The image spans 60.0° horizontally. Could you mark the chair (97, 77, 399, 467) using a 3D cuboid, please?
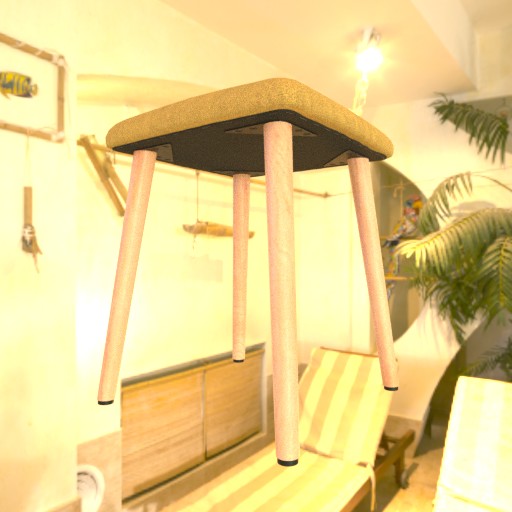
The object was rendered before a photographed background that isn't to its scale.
[{"bbox_3d":[0.000,0.000,0.695,0.350,0.440,0.350,0,0,36],"label":"chair"}]
